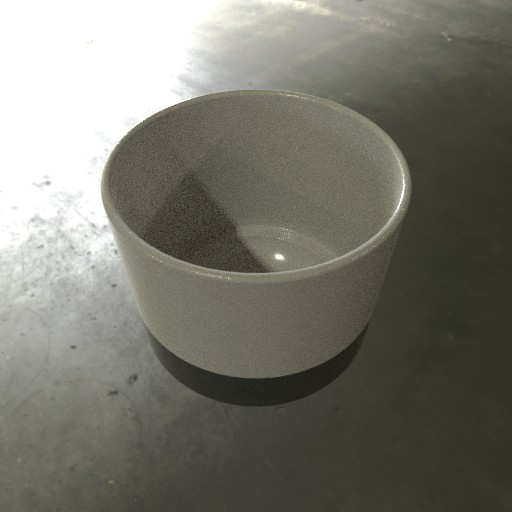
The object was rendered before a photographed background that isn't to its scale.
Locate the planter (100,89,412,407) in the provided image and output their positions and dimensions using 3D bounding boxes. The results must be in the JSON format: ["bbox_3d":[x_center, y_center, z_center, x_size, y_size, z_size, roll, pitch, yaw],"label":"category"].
[{"bbox_3d":[0.000,0.000,0.346,0.193,0.177,0.193,0,48,0],"label":"planter"}]
